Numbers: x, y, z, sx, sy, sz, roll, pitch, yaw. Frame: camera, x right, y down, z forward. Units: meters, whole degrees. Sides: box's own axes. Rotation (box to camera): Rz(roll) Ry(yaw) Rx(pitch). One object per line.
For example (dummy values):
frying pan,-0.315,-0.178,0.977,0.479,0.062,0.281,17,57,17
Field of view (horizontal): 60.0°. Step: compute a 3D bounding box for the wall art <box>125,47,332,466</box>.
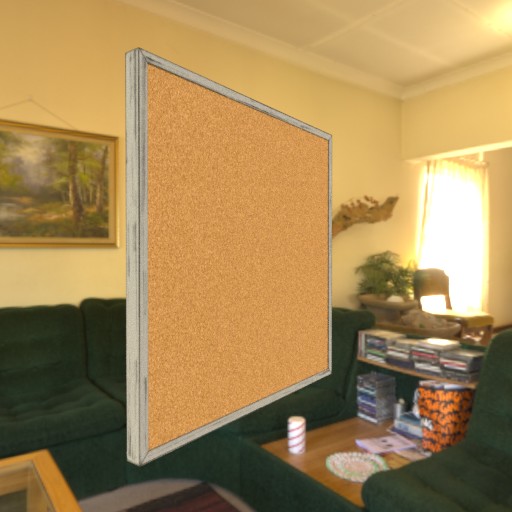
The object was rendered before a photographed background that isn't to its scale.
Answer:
wall art,0.000,0.000,1.119,0.037,0.761,0.761,1,1,37
